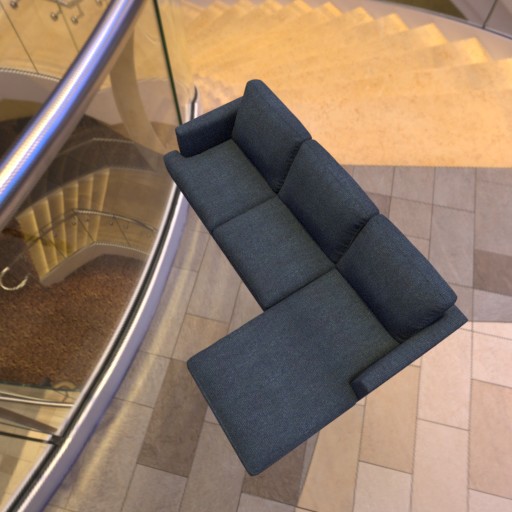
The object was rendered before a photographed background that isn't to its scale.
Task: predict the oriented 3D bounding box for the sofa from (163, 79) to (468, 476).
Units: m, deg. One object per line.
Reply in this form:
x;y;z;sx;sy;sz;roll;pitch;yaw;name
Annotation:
0.000;0.000;2.985;1.504;0.956;2.233;-30;67;-14;sofa
